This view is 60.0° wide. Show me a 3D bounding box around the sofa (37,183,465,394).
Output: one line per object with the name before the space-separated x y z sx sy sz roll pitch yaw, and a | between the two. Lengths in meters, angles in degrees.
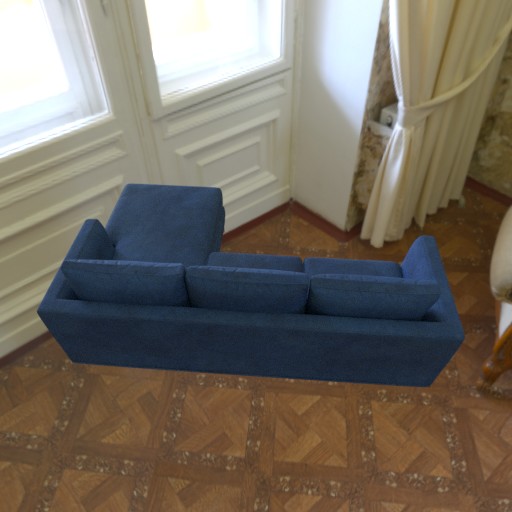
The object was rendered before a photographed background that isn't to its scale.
sofa | 0.000 0.000 3.237 2.438 0.987 1.622 3 45 3
